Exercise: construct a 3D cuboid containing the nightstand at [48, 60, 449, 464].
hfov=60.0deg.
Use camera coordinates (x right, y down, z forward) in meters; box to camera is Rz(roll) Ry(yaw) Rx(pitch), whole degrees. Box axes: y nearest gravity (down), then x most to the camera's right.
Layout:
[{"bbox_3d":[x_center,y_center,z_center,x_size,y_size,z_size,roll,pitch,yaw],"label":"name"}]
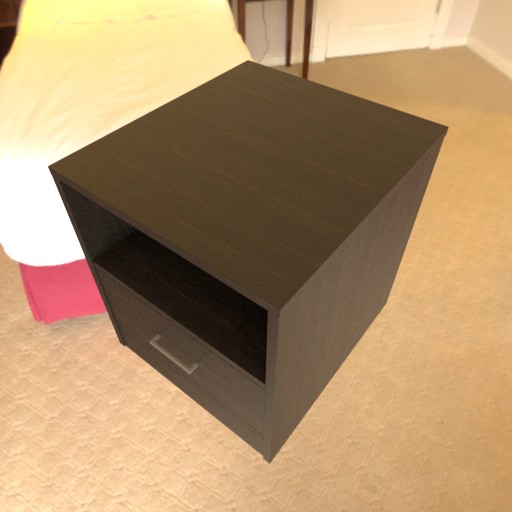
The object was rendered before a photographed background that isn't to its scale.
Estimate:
[{"bbox_3d":[0.000,0.000,0.815,0.400,0.460,0.461,30,53,25],"label":"nightstand"}]
